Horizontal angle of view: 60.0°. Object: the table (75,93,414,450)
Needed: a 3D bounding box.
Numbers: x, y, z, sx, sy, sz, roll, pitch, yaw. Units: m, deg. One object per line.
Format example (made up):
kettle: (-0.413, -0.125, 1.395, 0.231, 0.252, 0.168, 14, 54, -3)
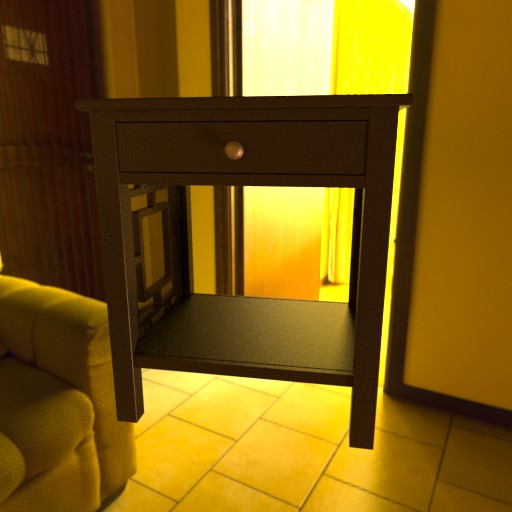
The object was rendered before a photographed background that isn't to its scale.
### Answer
table: (0.000, 0.000, 1.006, 0.564, 0.646, 0.451, 3, 15, 10)
